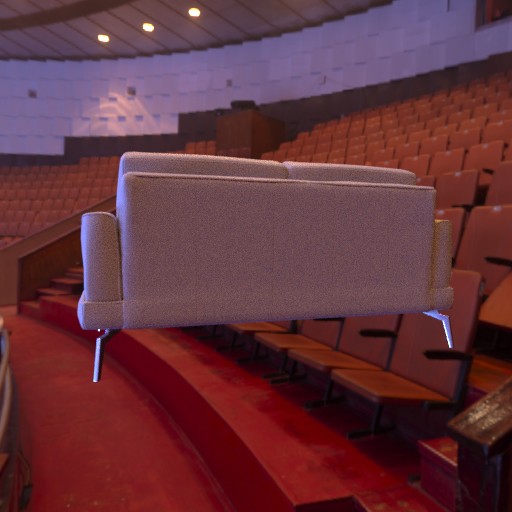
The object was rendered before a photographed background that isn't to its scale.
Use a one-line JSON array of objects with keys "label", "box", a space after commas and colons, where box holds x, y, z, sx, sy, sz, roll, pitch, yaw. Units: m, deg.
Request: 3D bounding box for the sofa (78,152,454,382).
[{"label": "sofa", "box": [0.000, 0.000, 2.462, 1.819, 0.930, 1.121, 0, 2, -19]}]
